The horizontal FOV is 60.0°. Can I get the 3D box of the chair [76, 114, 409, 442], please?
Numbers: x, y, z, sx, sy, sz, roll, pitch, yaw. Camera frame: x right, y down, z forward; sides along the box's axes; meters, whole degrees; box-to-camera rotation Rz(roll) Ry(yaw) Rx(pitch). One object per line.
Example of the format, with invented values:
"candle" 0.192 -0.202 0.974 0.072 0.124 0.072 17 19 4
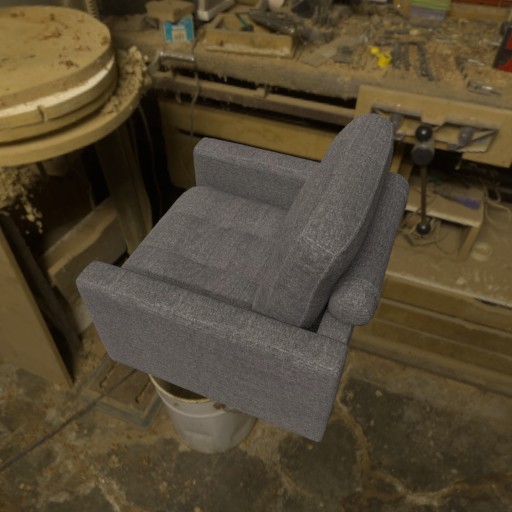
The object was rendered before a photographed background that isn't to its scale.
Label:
"chair" 0.000 0.000 1.502 0.843 0.880 0.821 17 49 15
